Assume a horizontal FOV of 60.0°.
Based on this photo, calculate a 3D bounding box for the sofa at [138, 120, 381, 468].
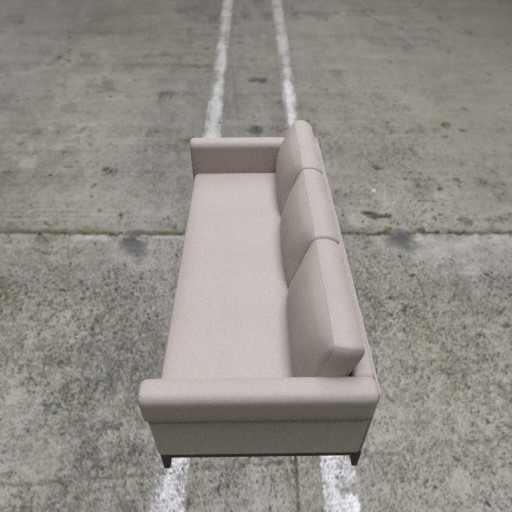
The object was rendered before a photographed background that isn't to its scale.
[{"bbox_3d":[0.000,0.000,2.696,0.959,0.838,2.210,-1,42,-1],"label":"sofa"}]
